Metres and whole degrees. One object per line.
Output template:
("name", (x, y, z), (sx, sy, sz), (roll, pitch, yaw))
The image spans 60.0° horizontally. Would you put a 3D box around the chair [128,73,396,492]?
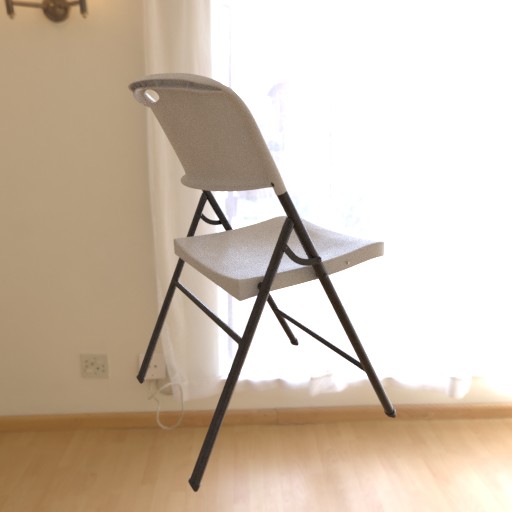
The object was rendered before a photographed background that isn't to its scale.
("chair", (0.000, 0.000, 1.120), (0.566, 0.810, 0.494), (-8, 17, -26))
